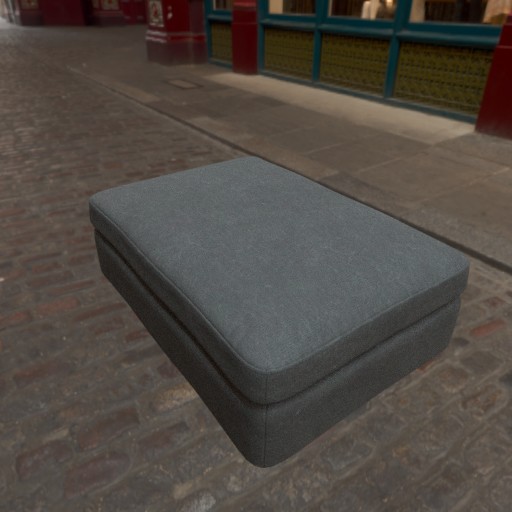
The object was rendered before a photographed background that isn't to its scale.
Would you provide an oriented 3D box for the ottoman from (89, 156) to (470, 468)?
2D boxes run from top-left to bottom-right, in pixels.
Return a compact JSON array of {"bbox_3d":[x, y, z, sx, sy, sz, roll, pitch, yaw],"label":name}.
[{"bbox_3d":[0.000,0.000,1.608,0.840,0.429,1.199,-21,37,-30],"label":"ottoman"}]
